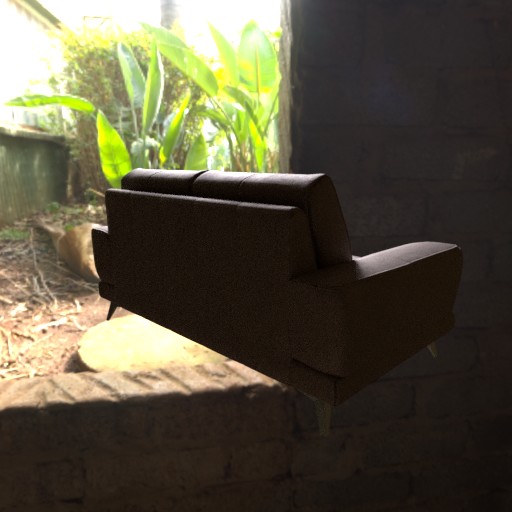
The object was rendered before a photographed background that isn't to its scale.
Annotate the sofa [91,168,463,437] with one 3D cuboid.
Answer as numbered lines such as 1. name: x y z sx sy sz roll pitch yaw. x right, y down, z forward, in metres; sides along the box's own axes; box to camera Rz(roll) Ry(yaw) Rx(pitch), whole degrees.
1. sofa: 0.000 0.000 2.351 1.018 0.907 1.806 -12 17 -44
